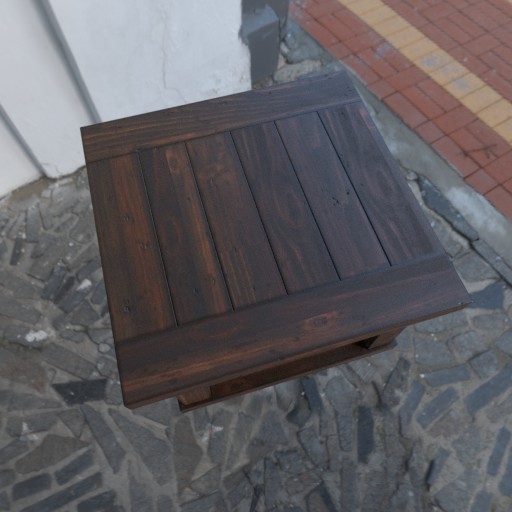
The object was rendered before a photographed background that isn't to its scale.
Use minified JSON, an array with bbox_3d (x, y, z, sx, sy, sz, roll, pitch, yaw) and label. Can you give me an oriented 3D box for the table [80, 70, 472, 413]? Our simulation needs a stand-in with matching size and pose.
[{"bbox_3d":[0.000,0.000,1.048,0.606,0.437,0.593,-15,64,-7],"label":"table"}]
